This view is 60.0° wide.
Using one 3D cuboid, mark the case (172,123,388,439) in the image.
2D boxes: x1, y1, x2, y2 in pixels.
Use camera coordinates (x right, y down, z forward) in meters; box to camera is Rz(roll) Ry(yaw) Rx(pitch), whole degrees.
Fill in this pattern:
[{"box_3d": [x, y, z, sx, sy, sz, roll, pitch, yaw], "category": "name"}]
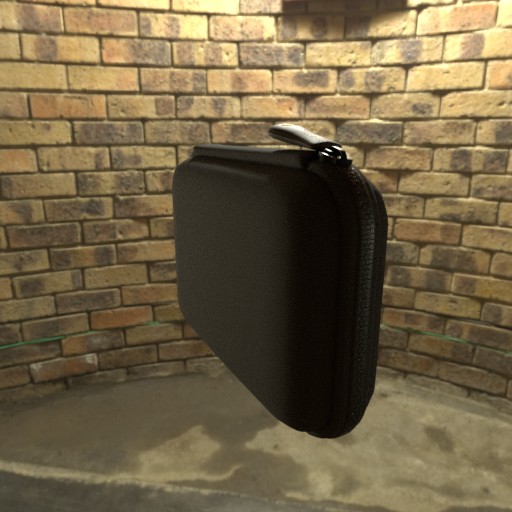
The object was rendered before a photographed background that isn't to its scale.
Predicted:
[{"box_3d": [0.000, 0.000, 0.184, 0.038, 0.105, 0.132, -8, 18, -27], "category": "case"}]
